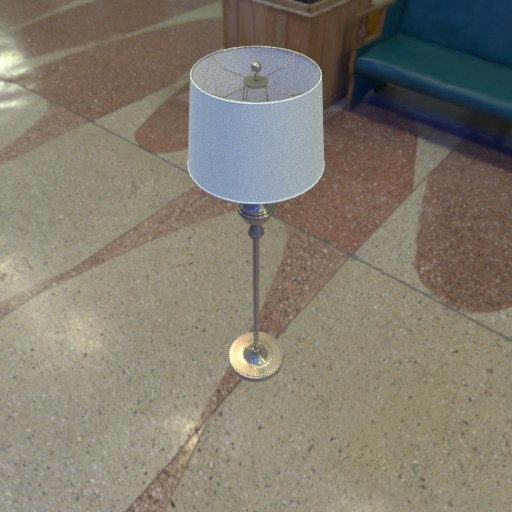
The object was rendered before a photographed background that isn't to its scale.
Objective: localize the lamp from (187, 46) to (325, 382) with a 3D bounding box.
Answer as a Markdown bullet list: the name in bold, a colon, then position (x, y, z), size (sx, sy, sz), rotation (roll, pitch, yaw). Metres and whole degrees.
- **lamp**: position (0.000, 0.000, 1.711), size (0.431, 1.488, 0.431), rotation (0, 46, 0)
